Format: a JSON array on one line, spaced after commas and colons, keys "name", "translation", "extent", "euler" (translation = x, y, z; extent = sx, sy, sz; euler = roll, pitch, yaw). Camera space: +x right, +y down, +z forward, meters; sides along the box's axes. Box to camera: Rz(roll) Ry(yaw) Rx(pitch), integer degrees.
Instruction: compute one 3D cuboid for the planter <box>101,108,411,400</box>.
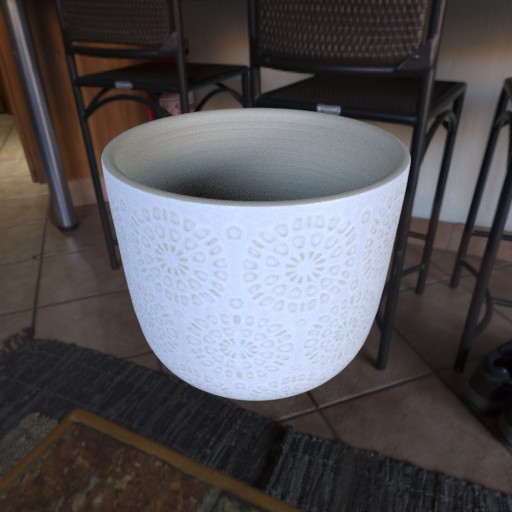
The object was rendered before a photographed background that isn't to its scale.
[{"name": "planter", "translation": [0.000, 0.000, 0.292], "extent": [0.170, 0.152, 0.170], "euler": [0, 31, 0]}]
